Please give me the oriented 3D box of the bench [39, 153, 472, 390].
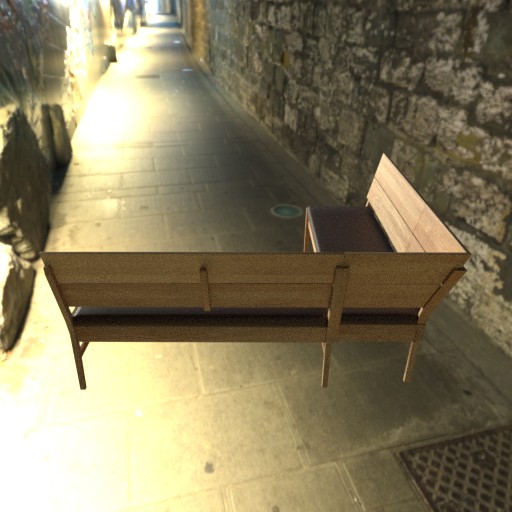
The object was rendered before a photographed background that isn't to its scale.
[{"bbox_3d":[0.000,0.000,2.871,1.975,0.890,1.549,0,30,-1],"label":"bench"}]
